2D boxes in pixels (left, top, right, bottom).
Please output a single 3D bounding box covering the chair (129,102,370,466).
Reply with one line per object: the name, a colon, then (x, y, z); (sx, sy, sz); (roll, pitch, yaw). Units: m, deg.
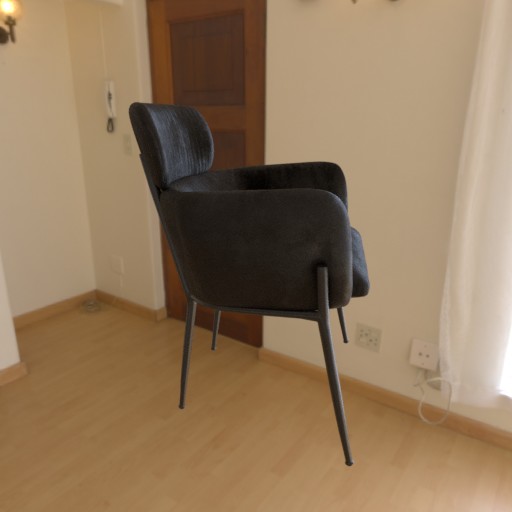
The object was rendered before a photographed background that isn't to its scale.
chair: (0.000, 0.000, 1.252); (0.604, 0.818, 0.640); (3, 18, 10)
